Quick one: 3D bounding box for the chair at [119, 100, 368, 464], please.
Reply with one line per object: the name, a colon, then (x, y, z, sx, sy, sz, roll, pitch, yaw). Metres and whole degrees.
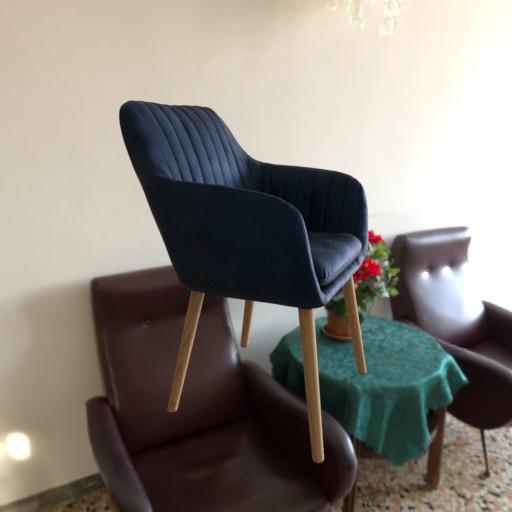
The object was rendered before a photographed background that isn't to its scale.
chair: (0.000, 0.000, 1.245, 0.573, 0.826, 0.578, 8, 17, 25)
